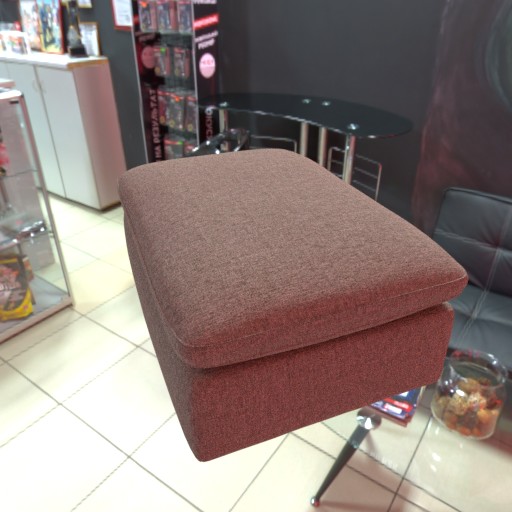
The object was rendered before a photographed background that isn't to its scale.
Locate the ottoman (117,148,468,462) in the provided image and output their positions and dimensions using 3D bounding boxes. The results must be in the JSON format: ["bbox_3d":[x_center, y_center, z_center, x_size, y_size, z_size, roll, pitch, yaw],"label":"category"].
[{"bbox_3d":[0.000,0.000,1.319,0.694,0.451,0.977,-11,32,-19],"label":"ottoman"}]
